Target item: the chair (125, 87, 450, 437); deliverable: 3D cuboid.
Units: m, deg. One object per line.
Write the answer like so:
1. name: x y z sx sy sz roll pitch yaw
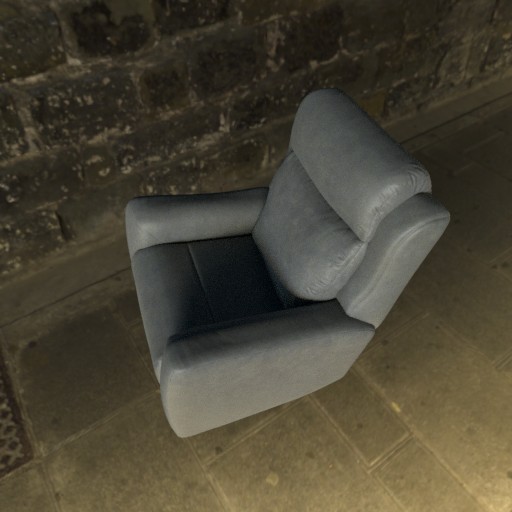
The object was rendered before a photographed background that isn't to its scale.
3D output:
1. chair: 0.000 0.000 1.911 1.068 1.116 0.965 -15 49 -13
